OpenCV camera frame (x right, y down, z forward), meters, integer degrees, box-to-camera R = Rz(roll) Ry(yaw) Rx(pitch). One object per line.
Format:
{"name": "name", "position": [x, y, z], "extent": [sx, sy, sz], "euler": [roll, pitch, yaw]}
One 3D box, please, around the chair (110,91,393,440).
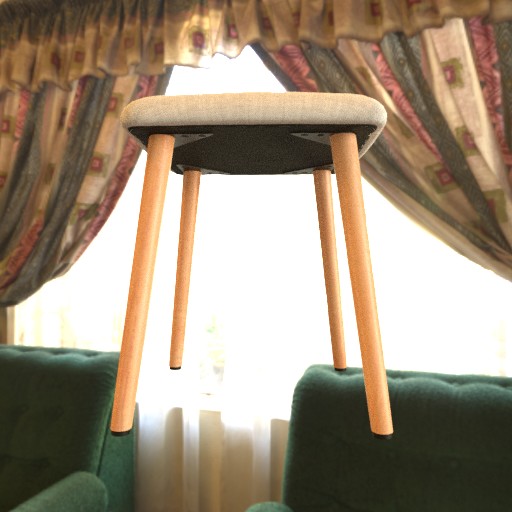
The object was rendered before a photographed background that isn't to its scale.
{"name": "chair", "position": [0.000, 0.000, 0.703], "extent": [0.350, 0.440, 0.350], "euler": [0, 0, 2]}
